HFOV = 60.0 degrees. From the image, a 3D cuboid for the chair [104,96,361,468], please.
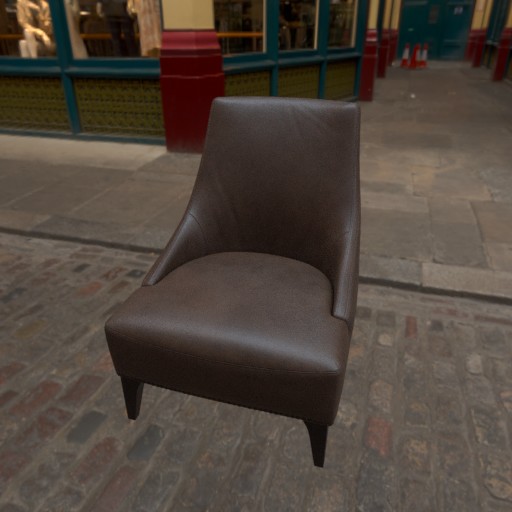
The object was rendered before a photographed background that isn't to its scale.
[{"bbox_3d":[0.000,0.000,1.497,0.701,0.909,0.861,8,29,15],"label":"chair"}]
